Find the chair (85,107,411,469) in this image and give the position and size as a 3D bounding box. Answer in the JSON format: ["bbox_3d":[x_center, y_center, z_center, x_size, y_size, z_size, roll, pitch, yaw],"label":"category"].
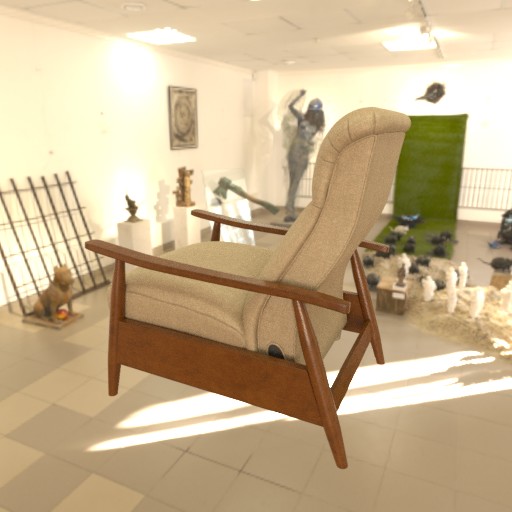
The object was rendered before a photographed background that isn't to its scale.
[{"bbox_3d":[0.000,0.000,1.746,1.030,1.082,0.762,7,18,24],"label":"chair"}]
